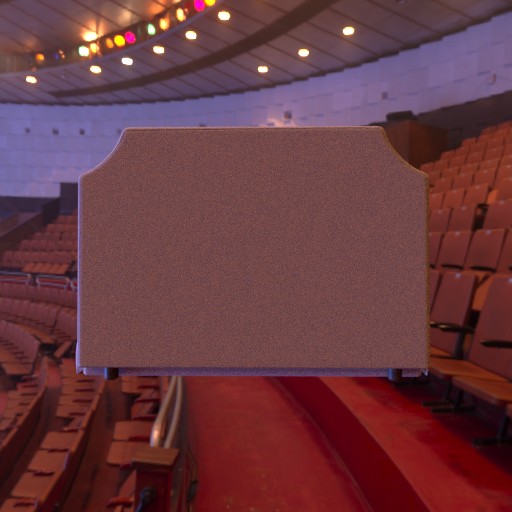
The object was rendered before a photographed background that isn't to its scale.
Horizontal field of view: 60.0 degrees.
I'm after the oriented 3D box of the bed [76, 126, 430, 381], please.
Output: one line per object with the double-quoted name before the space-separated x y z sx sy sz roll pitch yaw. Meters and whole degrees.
"bed" 0.000 0.000 4.135 2.350 1.590 2.773 0 -1 1
